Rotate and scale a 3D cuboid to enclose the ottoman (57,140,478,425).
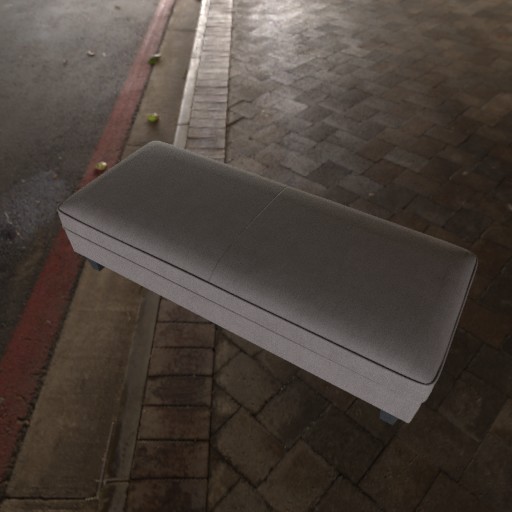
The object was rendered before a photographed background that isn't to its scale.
[{"bbox_3d":[0.000,0.000,2.054,1.764,0.470,0.751,23,50,21],"label":"ottoman"}]
